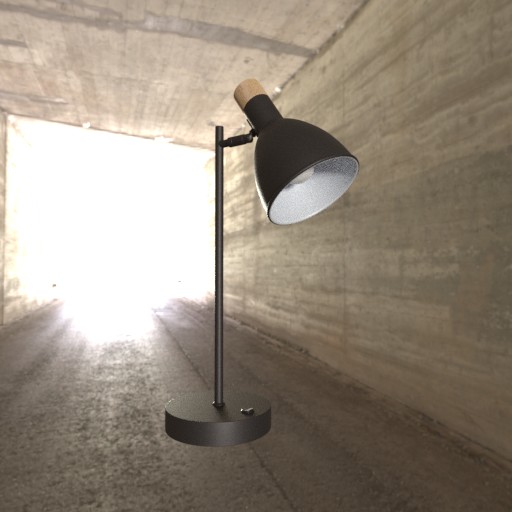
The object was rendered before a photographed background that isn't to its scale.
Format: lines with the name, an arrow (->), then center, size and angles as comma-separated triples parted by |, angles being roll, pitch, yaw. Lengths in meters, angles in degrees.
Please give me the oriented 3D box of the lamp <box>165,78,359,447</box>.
lamp -> 0.000, 0.000, 0.601 | 0.287, 0.483, 0.152 | -1, -2, 37
